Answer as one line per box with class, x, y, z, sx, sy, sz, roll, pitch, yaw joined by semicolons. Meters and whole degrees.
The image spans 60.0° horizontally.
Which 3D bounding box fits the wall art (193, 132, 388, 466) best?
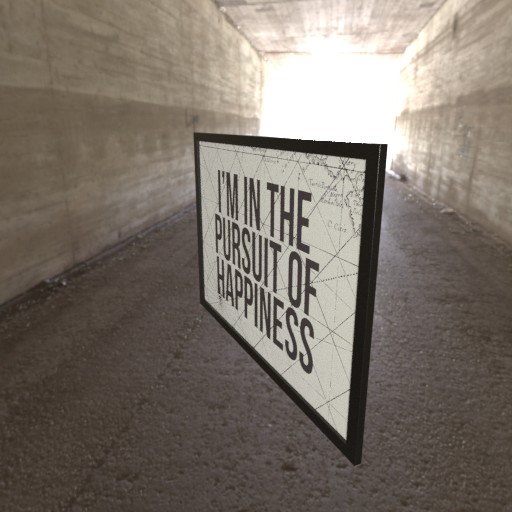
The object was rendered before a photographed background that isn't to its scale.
wall art;0.000;0.000;1.056;0.015;0.552;0.819;-8;19;-25
